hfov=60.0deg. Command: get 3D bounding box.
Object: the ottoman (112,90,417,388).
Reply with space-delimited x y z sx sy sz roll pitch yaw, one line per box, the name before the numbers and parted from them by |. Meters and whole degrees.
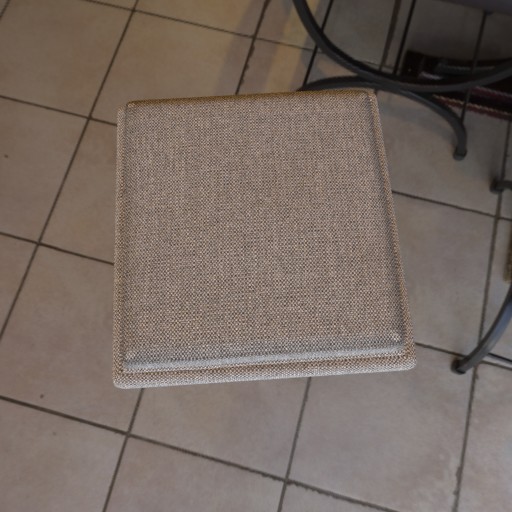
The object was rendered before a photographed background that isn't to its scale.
ottoman | 0.000 0.000 0.846 0.436 0.487 0.454 -4 75 -1
